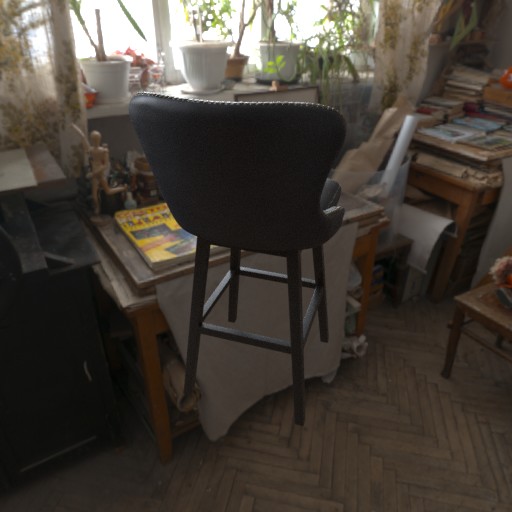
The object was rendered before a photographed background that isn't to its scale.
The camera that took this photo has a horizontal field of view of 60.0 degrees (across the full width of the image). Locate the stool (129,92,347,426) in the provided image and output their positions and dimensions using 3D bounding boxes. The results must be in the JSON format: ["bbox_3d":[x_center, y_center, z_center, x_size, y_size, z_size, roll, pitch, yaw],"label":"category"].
[{"bbox_3d":[0.000,0.000,1.400,0.528,1.050,0.601,10,32,16],"label":"stool"}]
